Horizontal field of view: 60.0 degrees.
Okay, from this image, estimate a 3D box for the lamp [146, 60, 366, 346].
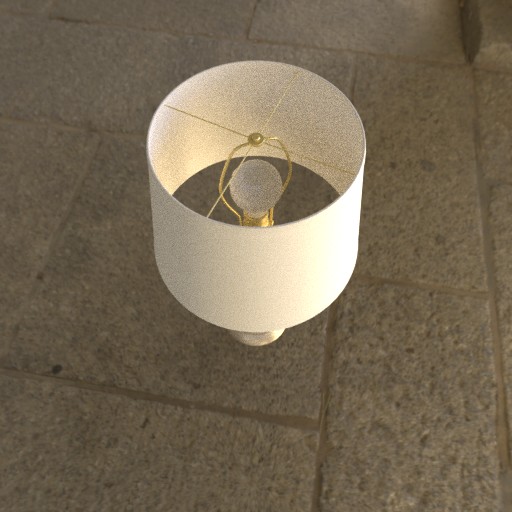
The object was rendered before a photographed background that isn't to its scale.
[{"bbox_3d":[0.000,0.000,0.786,0.328,0.612,0.328,0,63,0],"label":"lamp"}]
